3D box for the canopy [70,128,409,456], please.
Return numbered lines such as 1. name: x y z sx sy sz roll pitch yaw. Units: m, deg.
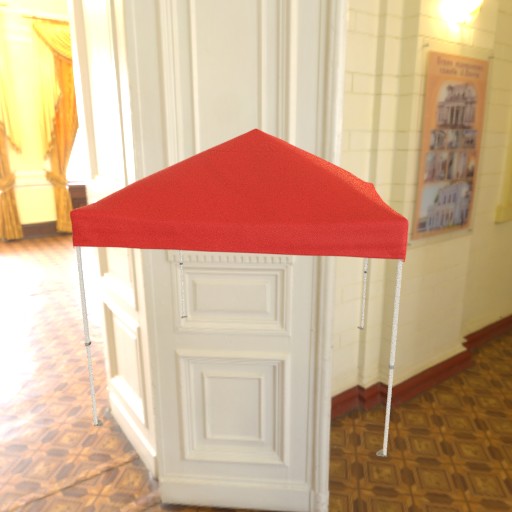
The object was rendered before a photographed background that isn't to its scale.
1. canopy: 0.000 0.000 5.419 2.996 2.997 2.998 2 15 9
